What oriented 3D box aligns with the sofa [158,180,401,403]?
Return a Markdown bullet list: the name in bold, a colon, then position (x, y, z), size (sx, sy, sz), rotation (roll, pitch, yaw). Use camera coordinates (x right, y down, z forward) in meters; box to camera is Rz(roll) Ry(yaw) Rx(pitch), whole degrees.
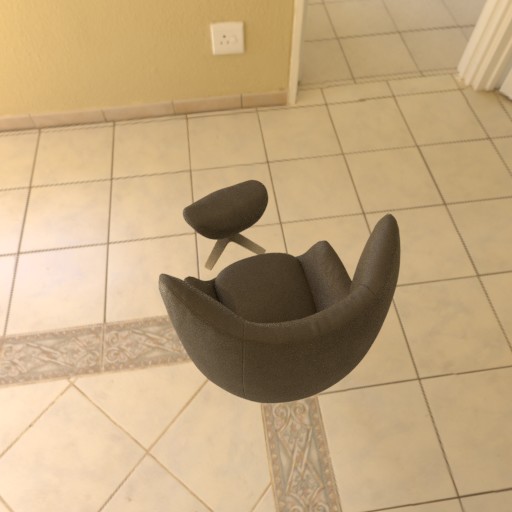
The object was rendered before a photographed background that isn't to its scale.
- **sofa**: position (0.000, 0.000, 2.165), size (0.894, 1.135, 1.444), rotation (-15, 60, -9)
